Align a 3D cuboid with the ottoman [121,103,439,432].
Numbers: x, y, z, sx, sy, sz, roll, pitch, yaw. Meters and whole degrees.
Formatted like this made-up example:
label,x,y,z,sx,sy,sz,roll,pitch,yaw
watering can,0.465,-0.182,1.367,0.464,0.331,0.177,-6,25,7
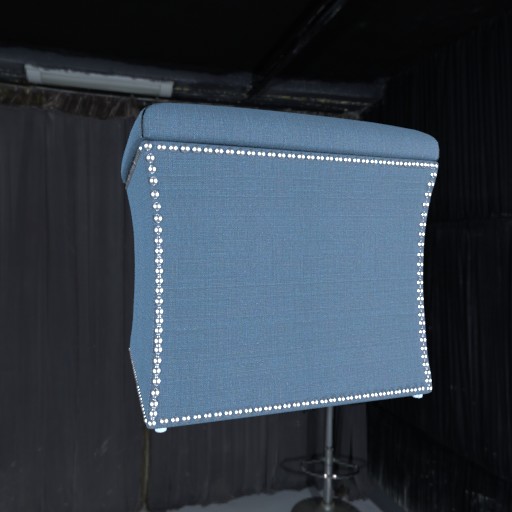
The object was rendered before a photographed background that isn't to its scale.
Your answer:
label,x,y,z,sx,sy,sz,roll,pitch,yaw
ottoman,0.000,0.000,0.888,0.507,0.475,0.497,-1,2,-19
